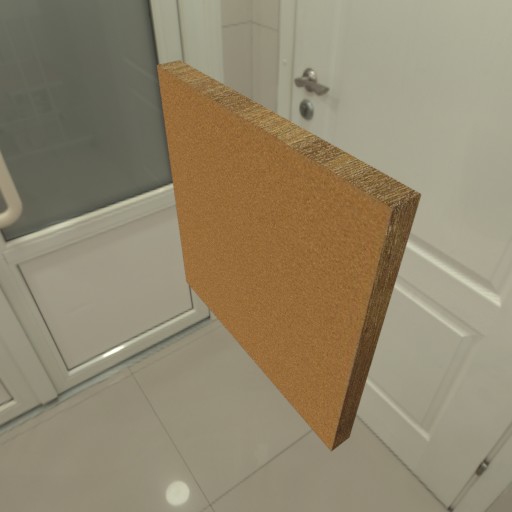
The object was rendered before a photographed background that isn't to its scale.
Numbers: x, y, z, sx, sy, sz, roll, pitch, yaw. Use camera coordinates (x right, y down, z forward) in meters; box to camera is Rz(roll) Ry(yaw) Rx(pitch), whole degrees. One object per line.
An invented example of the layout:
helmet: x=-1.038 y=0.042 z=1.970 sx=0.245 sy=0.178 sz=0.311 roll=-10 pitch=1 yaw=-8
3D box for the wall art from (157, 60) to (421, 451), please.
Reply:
wall art: x=0.000 y=0.000 z=0.604 sx=0.039 sy=0.403 sz=0.406 roll=-25 pitch=47 yaw=-26
